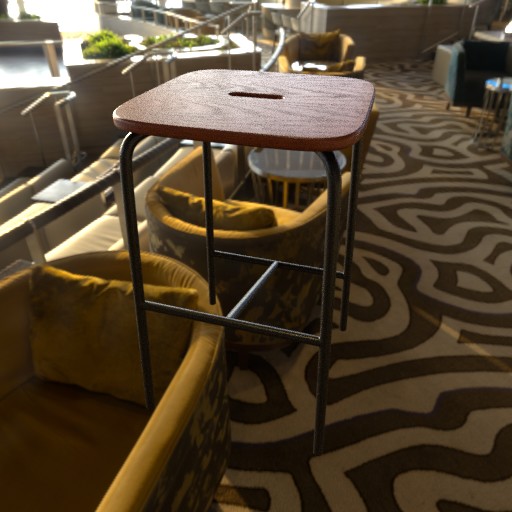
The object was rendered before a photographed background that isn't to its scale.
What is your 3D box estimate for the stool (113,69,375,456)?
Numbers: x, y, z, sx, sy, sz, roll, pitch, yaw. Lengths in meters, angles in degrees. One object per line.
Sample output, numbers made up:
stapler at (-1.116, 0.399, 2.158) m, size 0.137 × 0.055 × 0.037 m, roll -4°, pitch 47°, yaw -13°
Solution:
stool at (0.000, 0.000, 0.870) m, size 0.376 × 0.610 × 0.376 m, roll 10°, pitch 35°, yaw 14°
